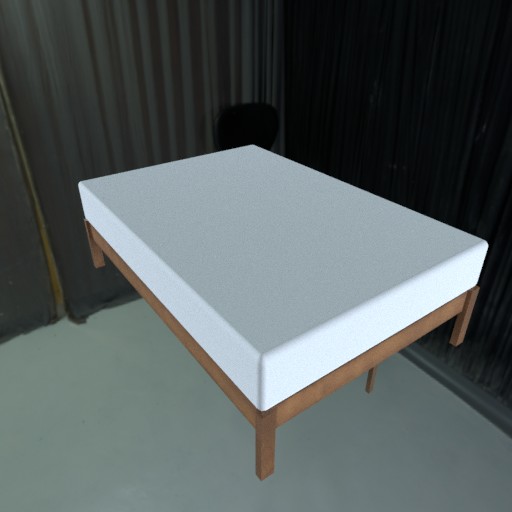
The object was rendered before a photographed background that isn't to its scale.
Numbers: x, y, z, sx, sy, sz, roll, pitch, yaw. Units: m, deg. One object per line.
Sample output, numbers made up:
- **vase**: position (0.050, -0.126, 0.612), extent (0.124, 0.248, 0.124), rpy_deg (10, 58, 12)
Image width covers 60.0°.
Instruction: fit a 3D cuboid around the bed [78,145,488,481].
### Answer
- **bed**: position (0.000, 0.000, 2.556), extent (1.348, 0.616, 1.927), rpy_deg (-20, 36, -30)
